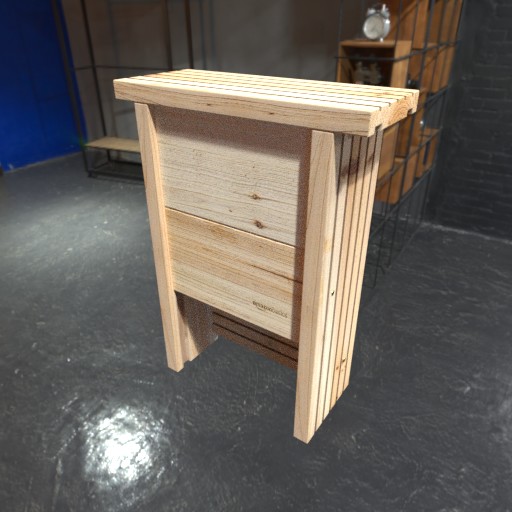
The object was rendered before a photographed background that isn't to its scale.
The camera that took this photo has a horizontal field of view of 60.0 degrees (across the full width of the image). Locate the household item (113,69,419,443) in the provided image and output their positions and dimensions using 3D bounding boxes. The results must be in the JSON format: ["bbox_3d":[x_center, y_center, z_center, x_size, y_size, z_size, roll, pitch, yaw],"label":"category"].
[{"bbox_3d":[0.000,0.000,0.559,0.301,0.407,0.123,19,34,30],"label":"household item"}]
